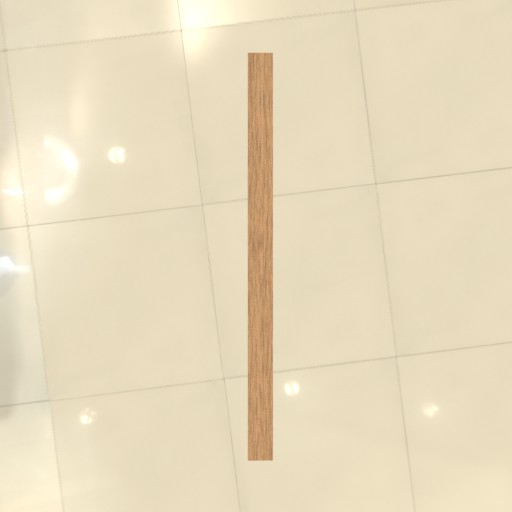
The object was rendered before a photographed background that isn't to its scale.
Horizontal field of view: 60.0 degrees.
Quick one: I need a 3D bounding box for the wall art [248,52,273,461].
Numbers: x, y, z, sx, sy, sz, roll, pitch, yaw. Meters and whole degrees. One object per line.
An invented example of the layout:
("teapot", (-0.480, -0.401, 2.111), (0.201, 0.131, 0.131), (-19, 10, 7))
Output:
("wall art", (0.000, 0.000, 0.797), (0.028, 0.609, 0.456), (0, 90, -1))
